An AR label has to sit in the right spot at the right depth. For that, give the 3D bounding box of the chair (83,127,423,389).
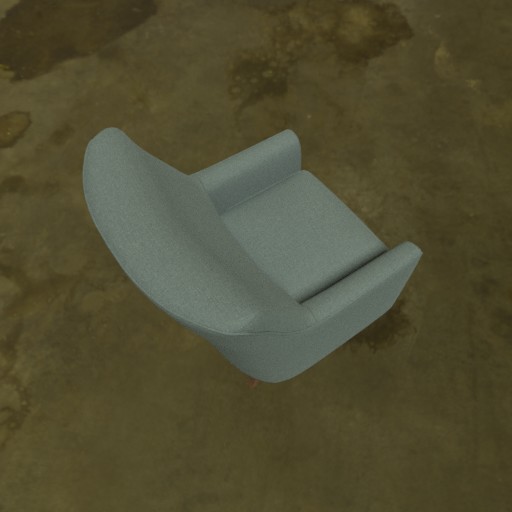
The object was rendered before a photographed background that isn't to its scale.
[{"bbox_3d":[0.000,0.000,1.577,0.879,0.916,0.756,-31,62,-18],"label":"chair"}]
